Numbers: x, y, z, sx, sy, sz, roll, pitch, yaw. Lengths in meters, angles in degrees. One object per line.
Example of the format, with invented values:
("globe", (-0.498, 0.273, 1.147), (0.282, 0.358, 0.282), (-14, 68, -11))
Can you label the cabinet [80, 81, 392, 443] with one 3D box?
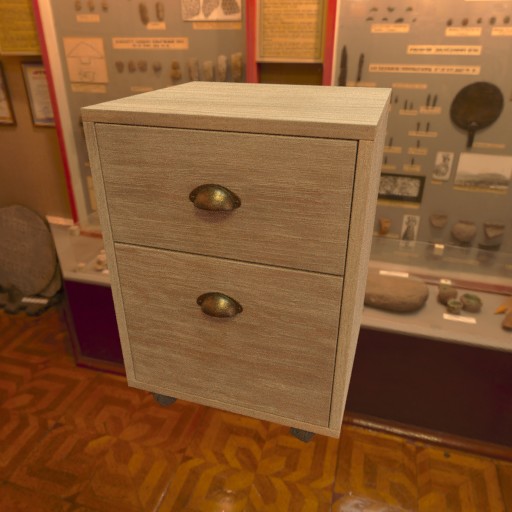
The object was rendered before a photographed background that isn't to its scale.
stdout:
("cabinet", (0.000, 0.000, 0.854), (0.409, 0.579, 0.401), (8, 28, 16))
